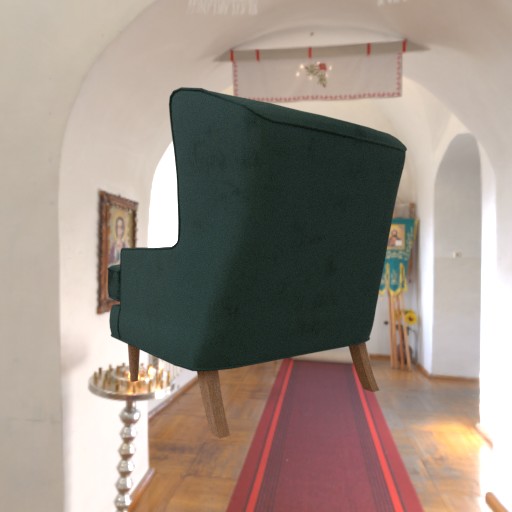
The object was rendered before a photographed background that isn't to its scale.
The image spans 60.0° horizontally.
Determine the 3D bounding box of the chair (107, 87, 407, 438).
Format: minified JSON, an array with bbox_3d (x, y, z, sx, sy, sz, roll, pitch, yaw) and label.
[{"bbox_3d":[0.000,0.000,1.589,0.793,0.952,0.910,-1,1,-37],"label":"chair"}]
